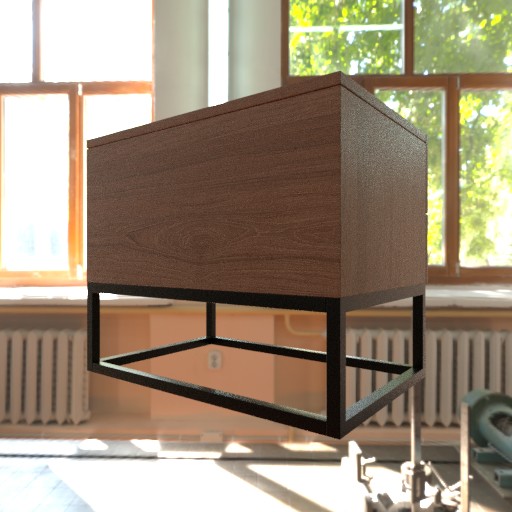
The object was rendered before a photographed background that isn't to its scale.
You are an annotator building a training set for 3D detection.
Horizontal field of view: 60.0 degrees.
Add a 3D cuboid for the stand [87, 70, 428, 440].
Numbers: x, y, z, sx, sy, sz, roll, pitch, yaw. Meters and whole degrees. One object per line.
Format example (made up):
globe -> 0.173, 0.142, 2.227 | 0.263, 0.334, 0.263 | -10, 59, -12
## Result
stand -> 0.000, 0.000, 0.944 | 0.600, 0.500, 0.420 | 0, 0, 37
